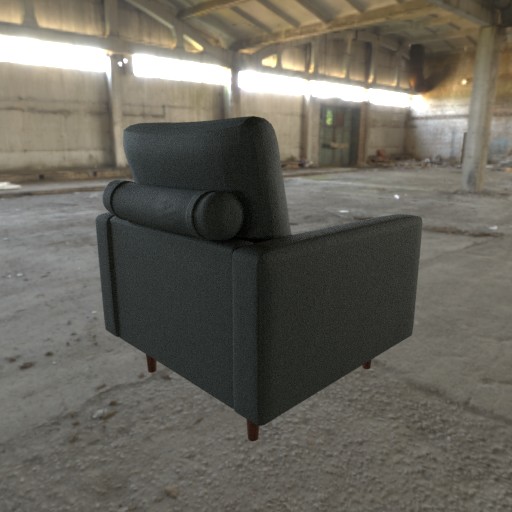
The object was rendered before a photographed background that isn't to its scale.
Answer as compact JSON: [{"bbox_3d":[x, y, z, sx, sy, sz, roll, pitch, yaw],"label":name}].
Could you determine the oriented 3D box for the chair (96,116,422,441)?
[{"bbox_3d":[0.000,0.000,1.531,0.843,0.880,0.821,-13,20,-43],"label":"chair"}]
